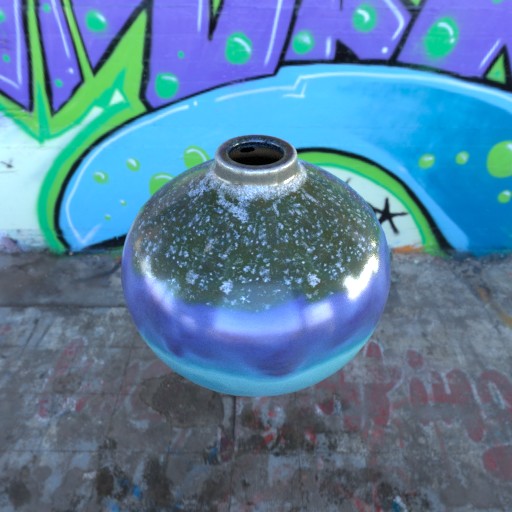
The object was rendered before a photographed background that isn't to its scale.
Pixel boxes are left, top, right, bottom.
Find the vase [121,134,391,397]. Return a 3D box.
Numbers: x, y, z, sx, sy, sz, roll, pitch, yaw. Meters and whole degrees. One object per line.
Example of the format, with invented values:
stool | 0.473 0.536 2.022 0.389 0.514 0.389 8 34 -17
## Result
vase | 0.000 0.000 0.258 0.154 0.133 0.154 0 40 0
